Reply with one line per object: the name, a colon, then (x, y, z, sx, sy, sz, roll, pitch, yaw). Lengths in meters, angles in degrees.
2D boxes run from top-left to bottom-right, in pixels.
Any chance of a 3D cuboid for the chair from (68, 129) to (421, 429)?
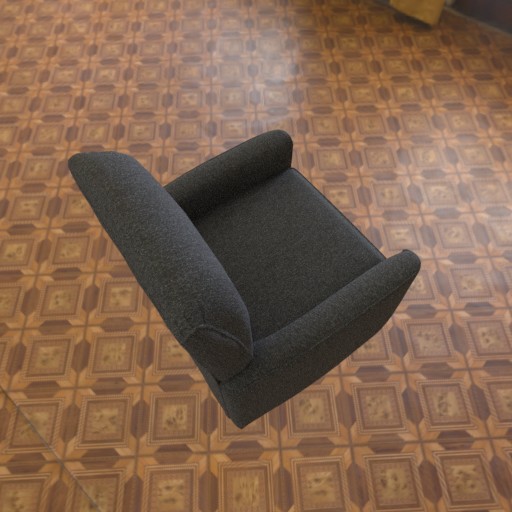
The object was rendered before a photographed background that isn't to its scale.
chair: (0.000, 0.000, 1.593, 0.850, 1.016, 0.839, -31, 63, -18)
